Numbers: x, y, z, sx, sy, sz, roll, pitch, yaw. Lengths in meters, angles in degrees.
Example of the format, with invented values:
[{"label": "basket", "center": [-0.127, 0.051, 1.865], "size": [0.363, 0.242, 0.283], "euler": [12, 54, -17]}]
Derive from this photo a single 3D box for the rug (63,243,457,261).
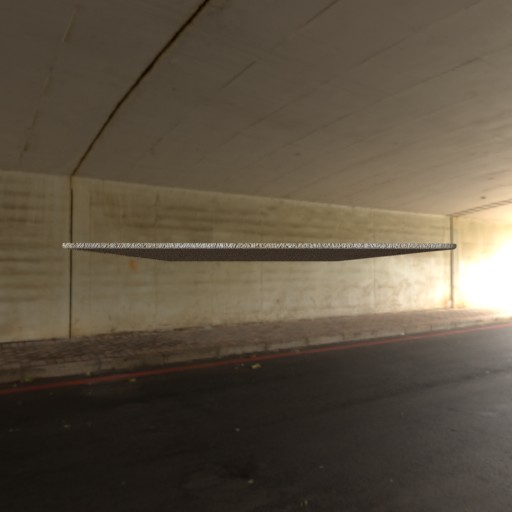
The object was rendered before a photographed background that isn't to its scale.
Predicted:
[{"label": "rug", "center": [0.000, 0.000, 3.326], "size": [1.798, 0.025, 2.698], "euler": [0, -2, -1]}]
